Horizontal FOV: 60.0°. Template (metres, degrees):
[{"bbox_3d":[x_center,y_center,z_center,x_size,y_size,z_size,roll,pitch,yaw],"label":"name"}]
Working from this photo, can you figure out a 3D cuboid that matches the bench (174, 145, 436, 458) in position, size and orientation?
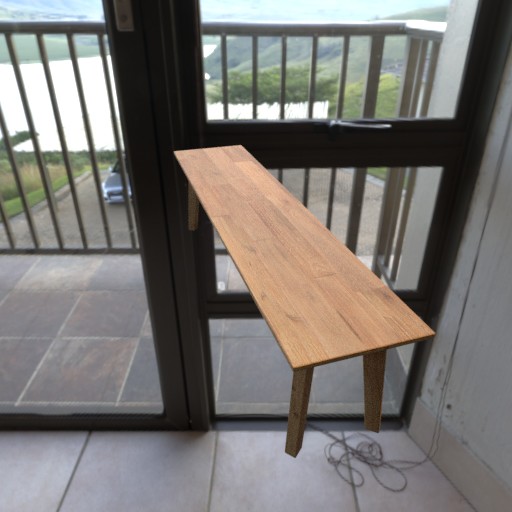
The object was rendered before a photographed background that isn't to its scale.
[{"bbox_3d":[0.000,0.000,1.842,0.378,0.431,1.698,-9,31,-16],"label":"bench"}]
